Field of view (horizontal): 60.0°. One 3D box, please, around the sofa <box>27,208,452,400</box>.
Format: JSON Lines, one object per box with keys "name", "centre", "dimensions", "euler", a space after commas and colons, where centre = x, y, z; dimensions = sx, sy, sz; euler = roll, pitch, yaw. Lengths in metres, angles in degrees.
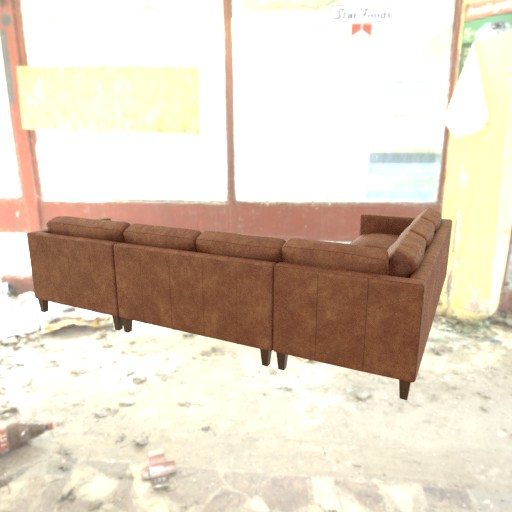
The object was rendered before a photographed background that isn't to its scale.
{"name": "sofa", "centre": [0.000, 0.000, 4.319], "dimensions": [3.324, 0.888, 2.452], "euler": [7, 16, 26]}
